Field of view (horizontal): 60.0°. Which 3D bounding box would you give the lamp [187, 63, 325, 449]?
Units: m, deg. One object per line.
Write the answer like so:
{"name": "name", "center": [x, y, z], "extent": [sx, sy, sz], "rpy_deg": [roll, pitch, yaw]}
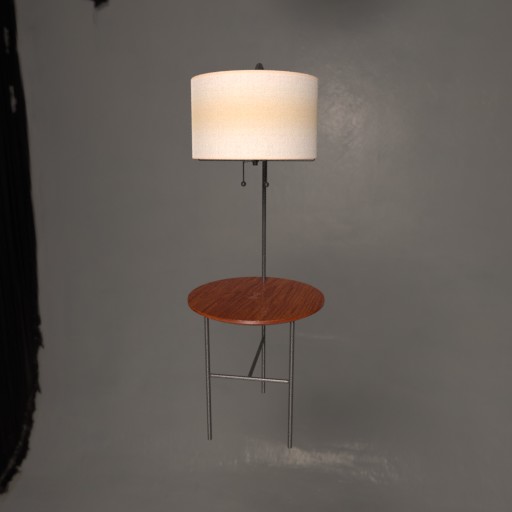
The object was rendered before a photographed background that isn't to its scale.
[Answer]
{"name": "lamp", "center": [0.000, 0.000, 1.830], "extent": [0.573, 1.517, 0.573], "rpy_deg": [0, 13, 0]}
